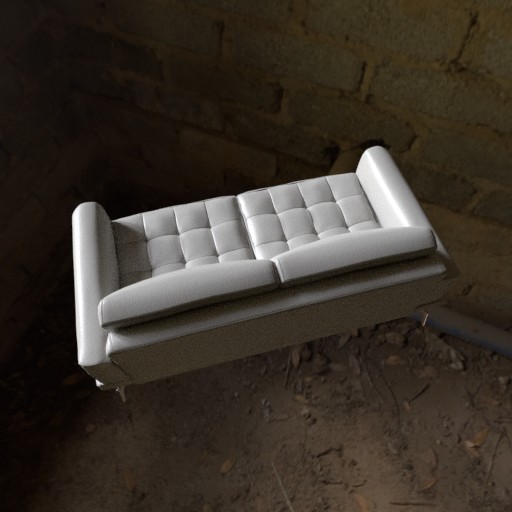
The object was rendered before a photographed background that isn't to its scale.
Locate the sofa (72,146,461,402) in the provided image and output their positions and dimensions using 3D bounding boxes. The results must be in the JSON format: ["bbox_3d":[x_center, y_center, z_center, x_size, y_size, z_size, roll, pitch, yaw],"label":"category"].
[{"bbox_3d":[0.000,0.000,2.764,2.177,0.930,1.121,-12,59,-8],"label":"sofa"}]
